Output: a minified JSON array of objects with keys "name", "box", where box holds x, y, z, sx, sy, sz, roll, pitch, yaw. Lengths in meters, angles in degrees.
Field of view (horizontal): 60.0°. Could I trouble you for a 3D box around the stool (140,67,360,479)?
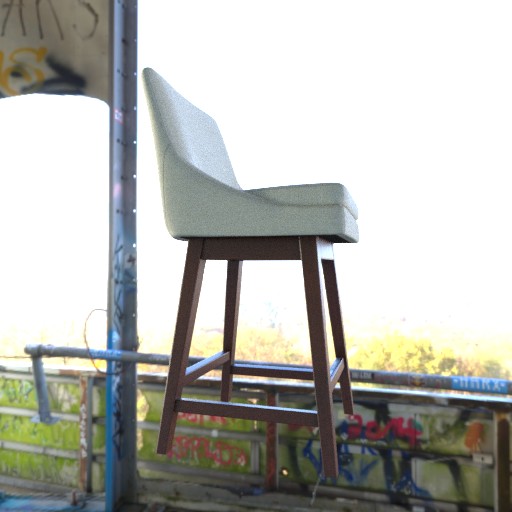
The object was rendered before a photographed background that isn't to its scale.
[{"name":"stool","box":[0.000,0.000,1.279,0.559,0.991,0.469,0,-1,17]}]
